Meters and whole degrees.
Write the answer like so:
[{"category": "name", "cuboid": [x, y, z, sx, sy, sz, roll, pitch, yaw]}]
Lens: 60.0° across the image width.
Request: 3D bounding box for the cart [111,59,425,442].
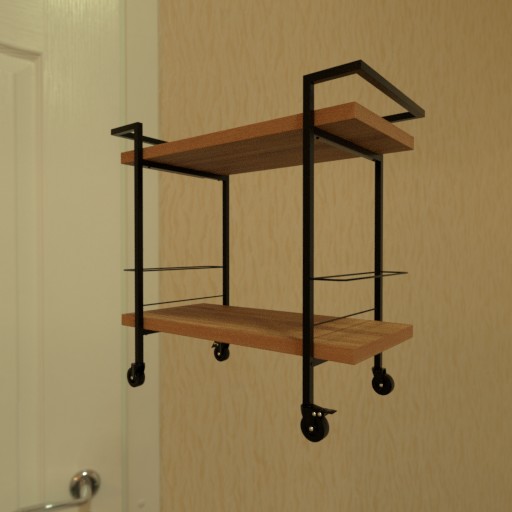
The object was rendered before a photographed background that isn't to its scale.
[{"category": "cart", "cuboid": [0.000, 0.000, 1.251, 0.806, 0.762, 0.406, 1, 1, 38]}]
